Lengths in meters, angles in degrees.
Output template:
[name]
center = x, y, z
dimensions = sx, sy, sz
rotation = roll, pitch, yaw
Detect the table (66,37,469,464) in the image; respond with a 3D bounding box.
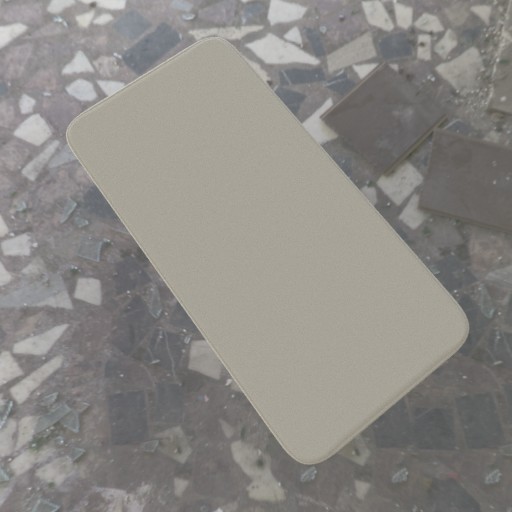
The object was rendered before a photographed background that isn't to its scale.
[table]
center = 0.000, 0.000, 1.627
dimensions = 0.610, 0.737, 1.219
rotation = -36, 78, -9
